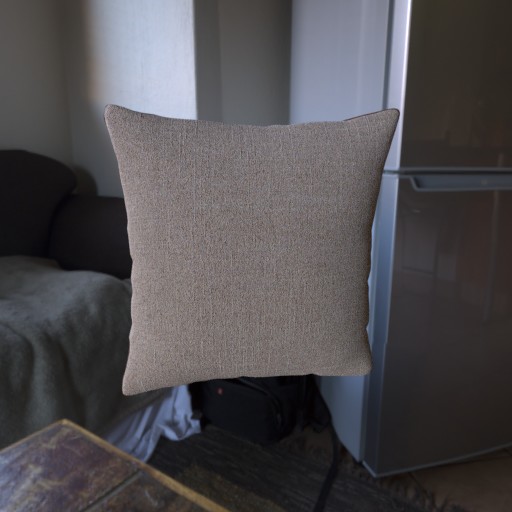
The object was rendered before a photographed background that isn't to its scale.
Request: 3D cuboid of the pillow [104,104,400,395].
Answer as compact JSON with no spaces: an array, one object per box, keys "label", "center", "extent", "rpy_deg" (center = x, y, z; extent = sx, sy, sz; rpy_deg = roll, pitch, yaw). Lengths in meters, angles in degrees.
[{"label":"pillow","center":[0.000,0.000,0.698],"extent":[0.437,0.448,0.147],"rpy_deg":[-2,14,-9]}]
